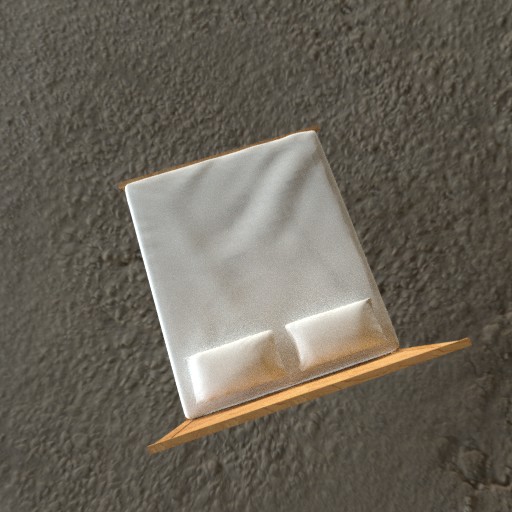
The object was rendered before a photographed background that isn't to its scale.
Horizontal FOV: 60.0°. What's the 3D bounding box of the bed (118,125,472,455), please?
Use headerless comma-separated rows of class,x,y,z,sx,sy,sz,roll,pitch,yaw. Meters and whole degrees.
bed,0.000,0.000,3.584,1.936,1.686,2.201,-17,76,-4
